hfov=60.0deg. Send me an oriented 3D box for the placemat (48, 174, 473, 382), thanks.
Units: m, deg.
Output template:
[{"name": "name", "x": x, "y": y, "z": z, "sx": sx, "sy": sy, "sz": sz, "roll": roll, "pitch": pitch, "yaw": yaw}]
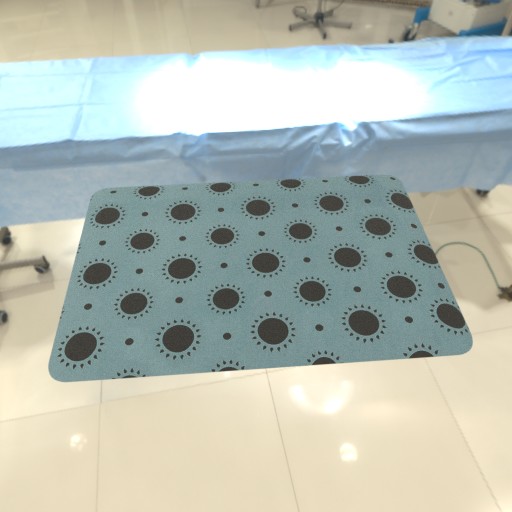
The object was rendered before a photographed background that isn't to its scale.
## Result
[{"name": "placemat", "x": 0.000, "y": 0.000, "z": 0.932, "sx": 0.762, "sy": 0.021, "sz": 0.508, "roll": -3, "pitch": 49, "yaw": -3}]
